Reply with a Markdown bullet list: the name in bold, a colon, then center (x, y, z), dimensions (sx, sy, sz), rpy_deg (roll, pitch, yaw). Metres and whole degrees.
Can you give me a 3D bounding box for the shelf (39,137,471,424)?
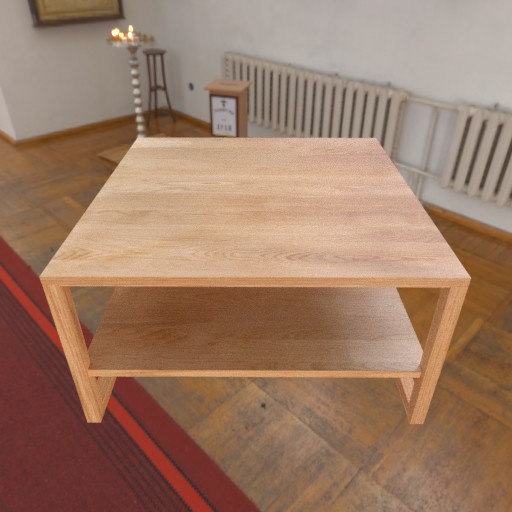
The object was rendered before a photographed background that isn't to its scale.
- **shelf**: center (0.000, 0.000, 1.428), dimensions (0.899, 0.480, 0.899), rpy_deg (0, 33, 0)
